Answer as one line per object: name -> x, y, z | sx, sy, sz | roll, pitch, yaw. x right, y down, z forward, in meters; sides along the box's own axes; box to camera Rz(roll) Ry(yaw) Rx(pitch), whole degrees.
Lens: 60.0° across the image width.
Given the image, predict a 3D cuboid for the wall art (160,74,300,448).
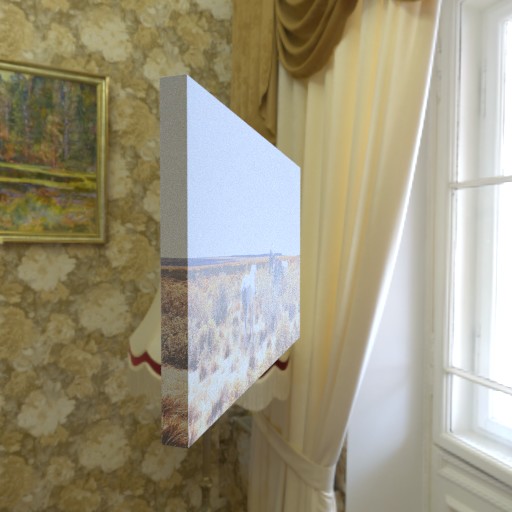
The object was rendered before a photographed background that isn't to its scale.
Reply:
wall art -> 0.000, 0.000, 1.164 | 0.050, 0.610, 0.914 | 0, 2, 17
